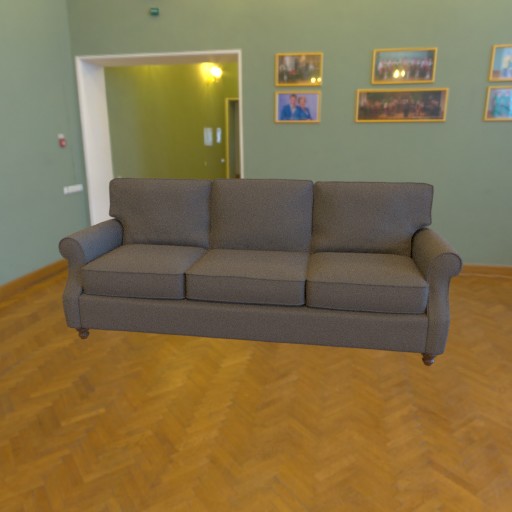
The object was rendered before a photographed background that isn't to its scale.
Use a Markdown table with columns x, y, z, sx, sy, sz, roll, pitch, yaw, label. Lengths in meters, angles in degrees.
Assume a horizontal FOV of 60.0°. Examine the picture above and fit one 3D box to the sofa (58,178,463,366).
| x | y | z | sx | sy | sz | roll | pitch | yaw | label |
| --- | --- | --- | --- | --- | --- | --- | --- | --- | --- |
| 0.000 | 0.000 | 2.870 | 2.353 | 0.948 | 0.966 | 2 | 15 | 9 | sofa |
